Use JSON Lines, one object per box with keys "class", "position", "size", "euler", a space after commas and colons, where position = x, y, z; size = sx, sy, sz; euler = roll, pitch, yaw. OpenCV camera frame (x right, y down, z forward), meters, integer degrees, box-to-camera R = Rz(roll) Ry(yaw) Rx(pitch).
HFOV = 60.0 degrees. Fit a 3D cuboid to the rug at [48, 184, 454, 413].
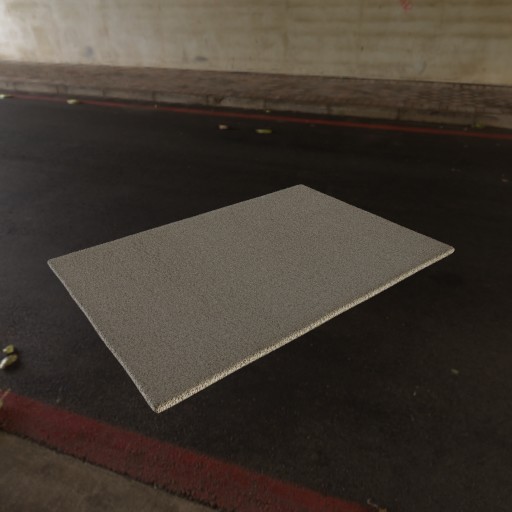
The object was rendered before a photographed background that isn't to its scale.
{"class": "rug", "position": [0.000, 0.000, 2.336], "size": [1.778, 0.030, 1.219], "euler": [-21, 36, -32]}
